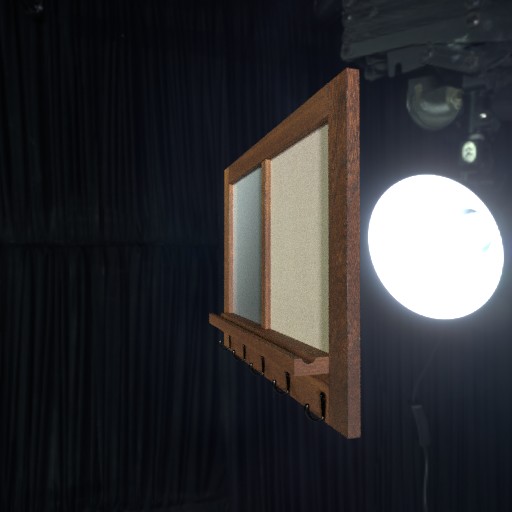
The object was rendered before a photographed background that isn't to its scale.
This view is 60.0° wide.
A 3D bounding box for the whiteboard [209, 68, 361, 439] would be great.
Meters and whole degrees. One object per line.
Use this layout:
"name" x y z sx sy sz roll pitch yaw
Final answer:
"whiteboard" 0.000 0.000 1.033 0.083 0.559 0.783 0 -1 -18
